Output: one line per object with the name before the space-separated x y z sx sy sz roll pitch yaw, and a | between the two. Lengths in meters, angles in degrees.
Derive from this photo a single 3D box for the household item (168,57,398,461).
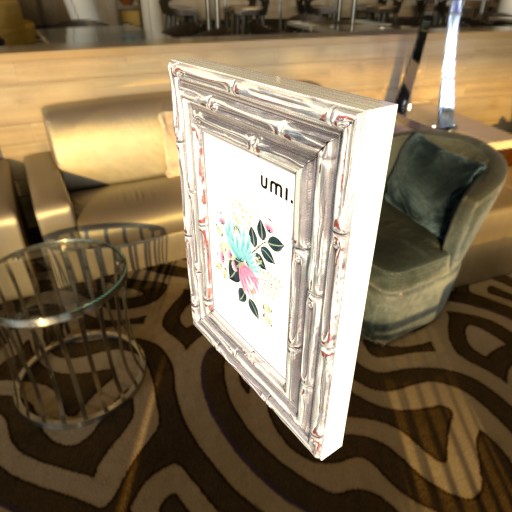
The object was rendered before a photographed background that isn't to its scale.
household item | 0.000 0.000 0.284 0.025 0.216 0.165 -20 37 -30
